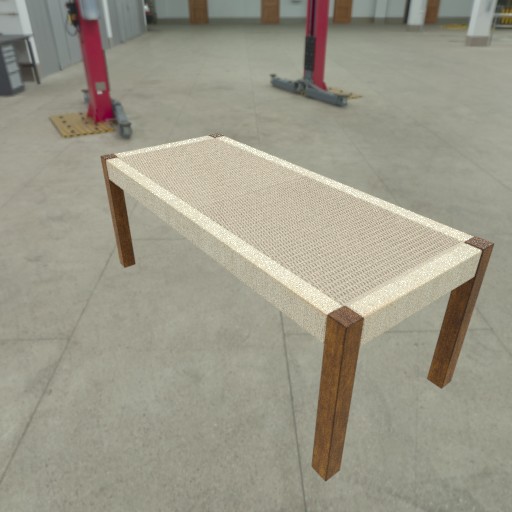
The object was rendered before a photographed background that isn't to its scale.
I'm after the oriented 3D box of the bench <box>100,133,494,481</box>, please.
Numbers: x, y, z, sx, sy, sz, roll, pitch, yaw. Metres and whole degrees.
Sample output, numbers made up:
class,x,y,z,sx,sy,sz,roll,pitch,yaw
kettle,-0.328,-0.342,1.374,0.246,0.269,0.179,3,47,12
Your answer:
class,x,y,z,sx,sy,sz,roll,pitch,yaw
bench,0.000,0.000,1.442,0.507,0.457,1.198,-21,37,-31
